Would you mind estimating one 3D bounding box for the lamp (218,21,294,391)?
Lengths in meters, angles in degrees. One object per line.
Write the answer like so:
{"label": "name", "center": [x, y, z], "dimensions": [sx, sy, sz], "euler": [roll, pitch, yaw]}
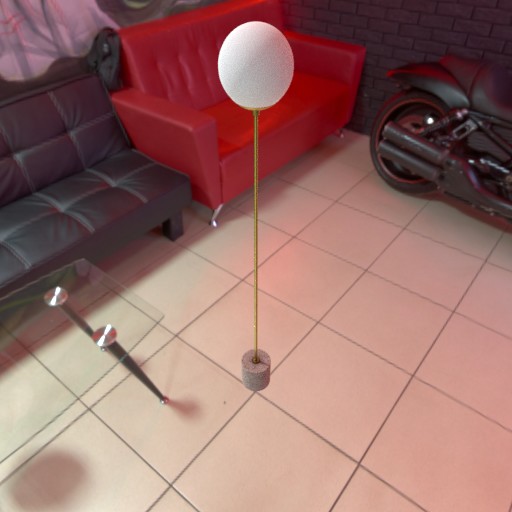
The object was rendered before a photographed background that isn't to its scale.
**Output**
{"label": "lamp", "center": [0.000, 0.000, 1.830], "dimensions": [0.229, 1.748, 0.229], "euler": [-12, 42, -14]}
